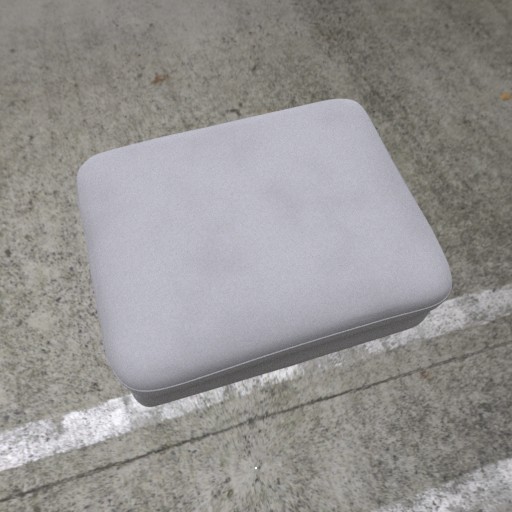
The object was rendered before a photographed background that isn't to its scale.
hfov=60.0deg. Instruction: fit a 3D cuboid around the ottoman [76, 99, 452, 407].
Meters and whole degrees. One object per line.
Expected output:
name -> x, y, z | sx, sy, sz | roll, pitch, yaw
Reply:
ottoman -> 0.000, 0.000, 1.145 | 0.747, 0.478, 0.593 | -16, 65, -7
